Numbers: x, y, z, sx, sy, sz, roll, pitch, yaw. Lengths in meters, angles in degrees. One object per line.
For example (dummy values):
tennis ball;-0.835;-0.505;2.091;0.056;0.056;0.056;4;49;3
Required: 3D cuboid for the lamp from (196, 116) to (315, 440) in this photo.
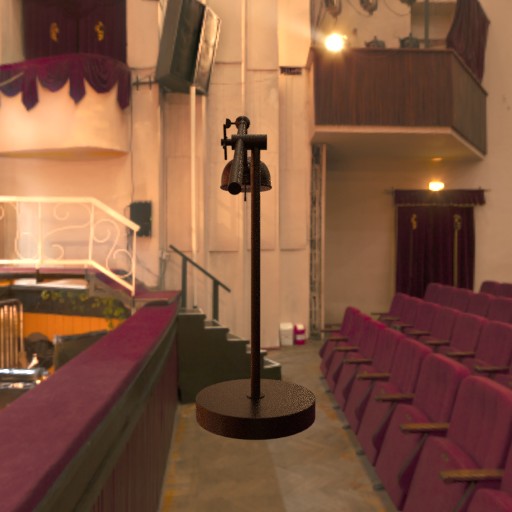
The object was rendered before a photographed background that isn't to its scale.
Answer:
lamp;0.000;0.000;0.800;0.185;0.495;0.567;0;1;0
